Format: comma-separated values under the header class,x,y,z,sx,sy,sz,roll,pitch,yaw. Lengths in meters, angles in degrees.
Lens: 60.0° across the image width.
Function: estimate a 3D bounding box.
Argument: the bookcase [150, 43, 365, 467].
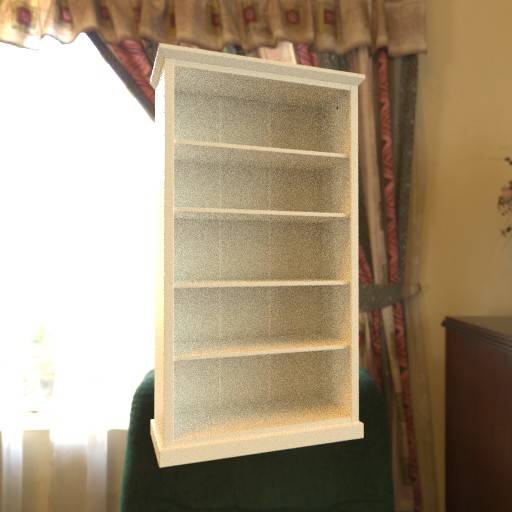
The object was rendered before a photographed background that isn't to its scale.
class,x,y,z,sx,sy,sz,roll,pitch,yaw
bookcase,0.000,0.000,2.325,1.050,1.880,0.432,0,-1,-19
